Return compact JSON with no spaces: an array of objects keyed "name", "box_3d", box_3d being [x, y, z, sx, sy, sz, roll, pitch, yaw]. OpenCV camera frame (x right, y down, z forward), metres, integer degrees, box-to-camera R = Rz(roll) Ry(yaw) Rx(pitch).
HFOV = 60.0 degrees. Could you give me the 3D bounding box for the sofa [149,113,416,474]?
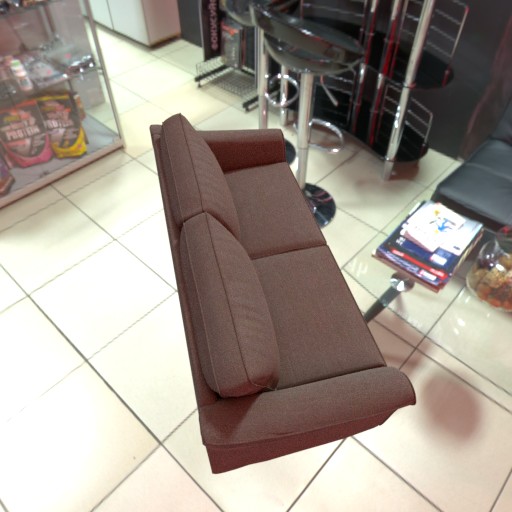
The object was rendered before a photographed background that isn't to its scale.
[{"name":"sofa","box_3d":[0.000,0.000,2.679,0.986,0.906,2.270,-11,50,-9]}]
